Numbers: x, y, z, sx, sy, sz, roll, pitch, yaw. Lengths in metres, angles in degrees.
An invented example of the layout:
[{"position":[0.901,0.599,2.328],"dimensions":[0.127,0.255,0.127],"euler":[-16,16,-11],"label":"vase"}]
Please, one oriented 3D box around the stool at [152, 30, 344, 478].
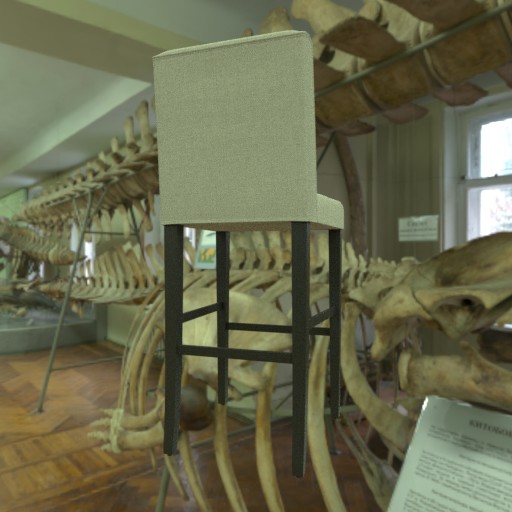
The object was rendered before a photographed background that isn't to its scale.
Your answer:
[{"position":[0.000,0.000,1.377],"dimensions":[0.474,1.116,0.509],"euler":[0,0,19],"label":"stool"}]
